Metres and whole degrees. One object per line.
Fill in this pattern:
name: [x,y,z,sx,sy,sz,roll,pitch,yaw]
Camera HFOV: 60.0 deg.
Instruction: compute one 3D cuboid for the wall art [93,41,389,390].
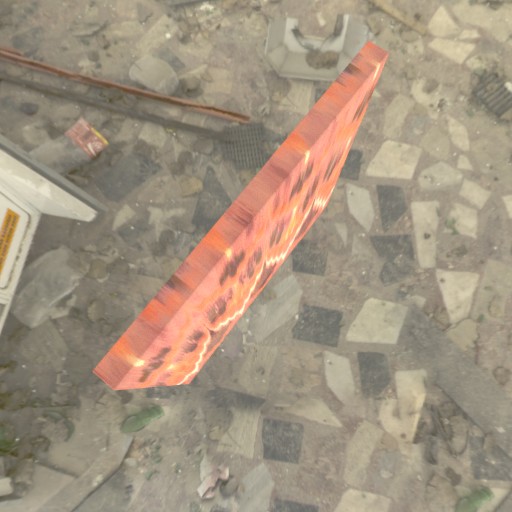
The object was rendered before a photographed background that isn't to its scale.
wall art: [0.000,0.000,0.888,0.037,0.609,0.603,36,78,9]
